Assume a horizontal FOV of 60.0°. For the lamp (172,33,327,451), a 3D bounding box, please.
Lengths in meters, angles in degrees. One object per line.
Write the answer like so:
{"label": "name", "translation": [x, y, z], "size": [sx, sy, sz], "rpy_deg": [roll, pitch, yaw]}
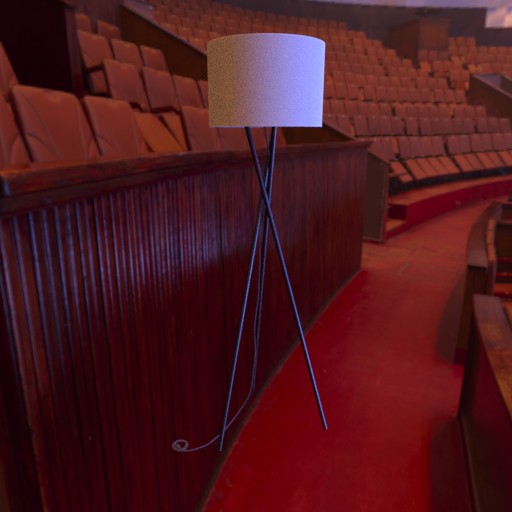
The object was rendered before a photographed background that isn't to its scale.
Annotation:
{"label": "lamp", "translation": [0.000, 0.000, 1.879], "size": [0.667, 1.624, 0.522], "rpy_deg": [2, 16, 9]}
